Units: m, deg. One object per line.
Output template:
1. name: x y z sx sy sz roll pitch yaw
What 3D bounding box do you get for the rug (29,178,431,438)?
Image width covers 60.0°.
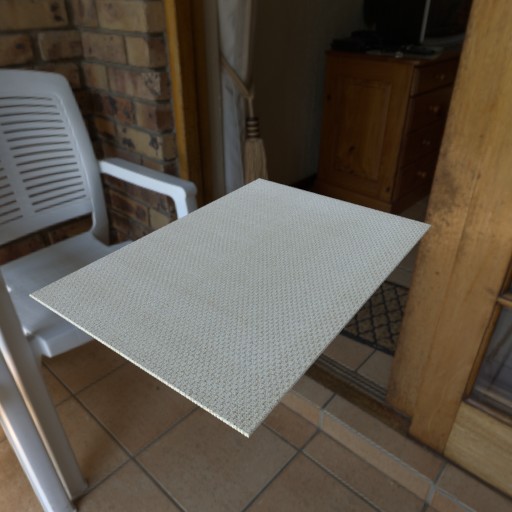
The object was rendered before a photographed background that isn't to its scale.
1. rug: 0.000 0.000 2.787 1.509 0.013 2.144 21 37 30
